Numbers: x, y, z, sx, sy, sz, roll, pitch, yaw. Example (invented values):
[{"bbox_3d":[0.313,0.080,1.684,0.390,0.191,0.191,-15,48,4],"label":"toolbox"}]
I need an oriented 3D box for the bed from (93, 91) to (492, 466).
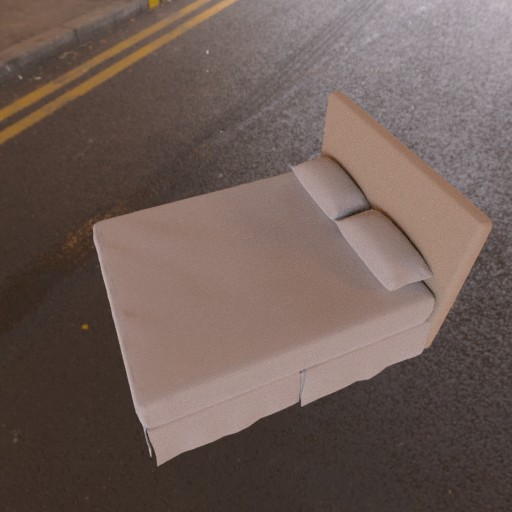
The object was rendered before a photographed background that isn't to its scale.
[{"bbox_3d":[0.000,0.000,3.121,2.142,1.330,1.748,-17,49,-15],"label":"bed"}]
